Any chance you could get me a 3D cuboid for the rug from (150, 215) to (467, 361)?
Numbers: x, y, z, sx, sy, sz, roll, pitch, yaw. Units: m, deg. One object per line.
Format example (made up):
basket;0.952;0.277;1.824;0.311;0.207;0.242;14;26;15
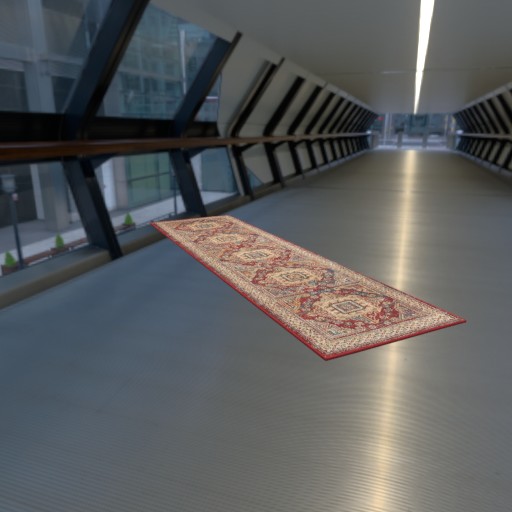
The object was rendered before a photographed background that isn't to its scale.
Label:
rug;0.000;0.000;2.539;0.659;0.015;2.292;-8;18;-26
